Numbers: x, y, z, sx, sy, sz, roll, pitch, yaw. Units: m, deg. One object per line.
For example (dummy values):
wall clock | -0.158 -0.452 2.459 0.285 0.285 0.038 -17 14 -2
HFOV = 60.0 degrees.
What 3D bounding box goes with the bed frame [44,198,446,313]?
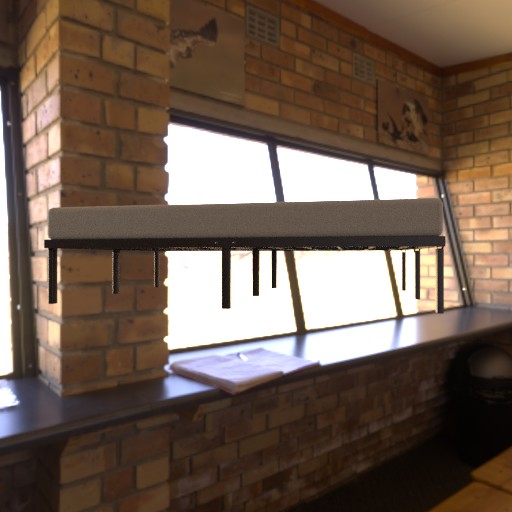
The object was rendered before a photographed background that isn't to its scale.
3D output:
bed frame | 0.000 0.000 3.747 2.842 0.680 2.205 0 0 19
